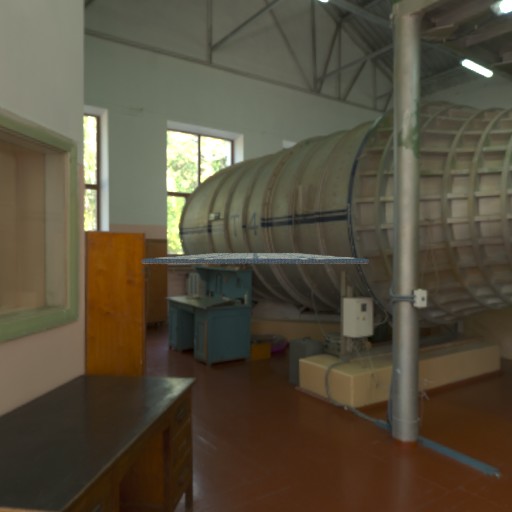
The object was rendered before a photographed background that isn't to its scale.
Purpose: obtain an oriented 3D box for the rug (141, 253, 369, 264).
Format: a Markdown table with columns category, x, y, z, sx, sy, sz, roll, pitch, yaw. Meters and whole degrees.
| category | x | y | z | sx | sy | sz | roll | pitch | yaw |
| --- | --- | --- | --- | --- | --- | --- | --- | --- | --- |
| rug | 0.000 | 0.000 | 2.447 | 0.678 | 0.014 | 2.276 | 0 | 1 | 0 |
